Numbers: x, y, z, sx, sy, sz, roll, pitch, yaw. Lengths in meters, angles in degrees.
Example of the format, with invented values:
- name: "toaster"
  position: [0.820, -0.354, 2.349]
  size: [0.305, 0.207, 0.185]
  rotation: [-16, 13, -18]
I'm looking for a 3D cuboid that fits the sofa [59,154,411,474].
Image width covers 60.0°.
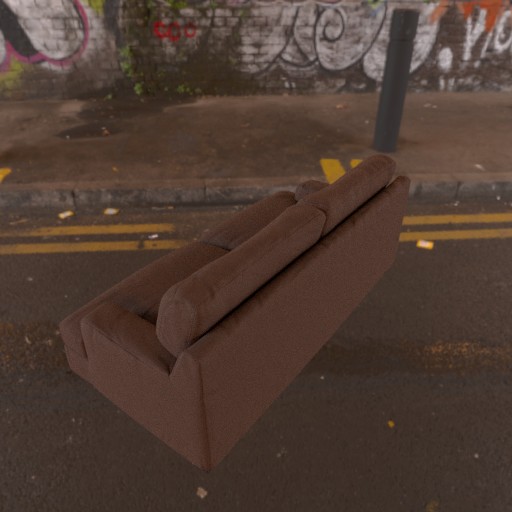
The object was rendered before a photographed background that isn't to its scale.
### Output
- name: "sofa"
  position: [0.000, 0.000, 2.870]
  size: [1.140, 0.950, 2.274]
  rotation: [22, 38, 30]
